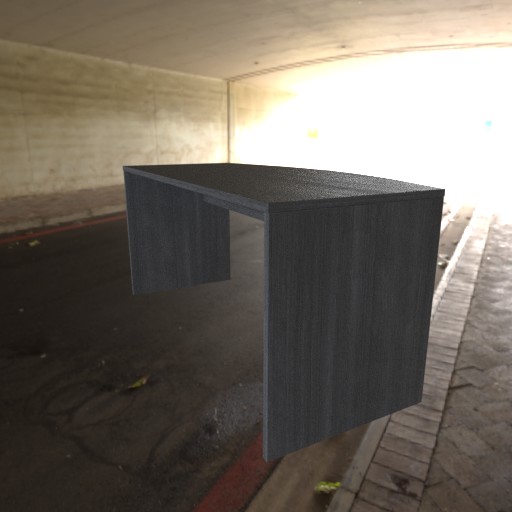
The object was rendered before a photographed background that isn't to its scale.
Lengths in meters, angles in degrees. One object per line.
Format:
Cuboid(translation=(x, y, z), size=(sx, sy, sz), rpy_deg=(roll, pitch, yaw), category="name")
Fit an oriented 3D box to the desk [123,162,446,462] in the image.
Cuboid(translation=(0.000, 0.000, 2.041), size=(0.802, 0.750, 1.600), rpy_deg=(-8, 17, -27), category="desk")
